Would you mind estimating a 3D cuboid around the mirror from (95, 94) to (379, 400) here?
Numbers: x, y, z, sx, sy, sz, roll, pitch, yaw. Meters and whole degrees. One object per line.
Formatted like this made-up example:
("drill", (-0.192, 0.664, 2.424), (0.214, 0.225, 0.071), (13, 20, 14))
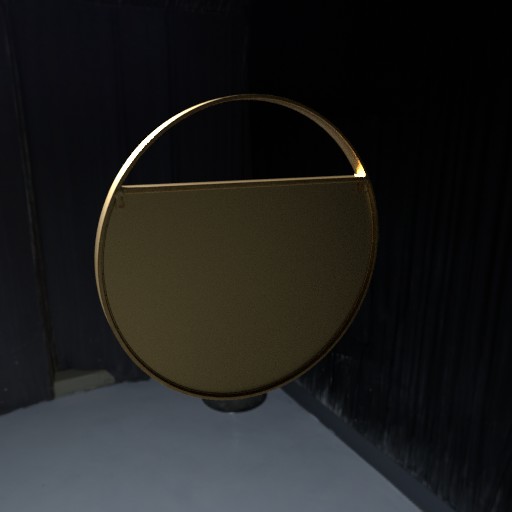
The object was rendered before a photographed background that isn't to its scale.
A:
("mirror", (0.000, 0.000, 0.825), (0.565, 0.565, 0.032), (-7, 16, -26))
